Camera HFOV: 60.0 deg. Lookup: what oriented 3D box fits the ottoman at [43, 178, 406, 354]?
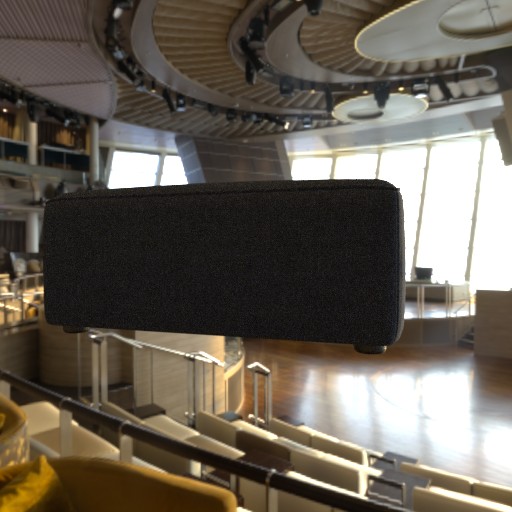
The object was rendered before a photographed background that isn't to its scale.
[{"bbox_3d":[0.000,0.000,1.581,1.000,0.439,1.000,0,1,18],"label":"ottoman"}]
